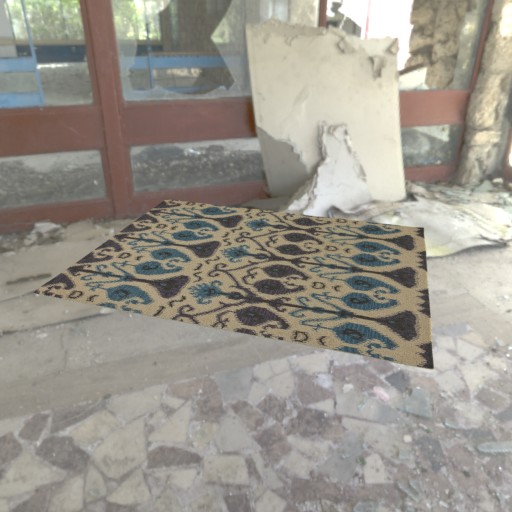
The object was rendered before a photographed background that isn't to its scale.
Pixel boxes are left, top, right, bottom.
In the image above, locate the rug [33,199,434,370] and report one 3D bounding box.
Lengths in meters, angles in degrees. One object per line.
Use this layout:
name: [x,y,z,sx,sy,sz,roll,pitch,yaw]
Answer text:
rug: [0.000,0.000,4.382,3.228,0.024,2.443,8,28,15]
